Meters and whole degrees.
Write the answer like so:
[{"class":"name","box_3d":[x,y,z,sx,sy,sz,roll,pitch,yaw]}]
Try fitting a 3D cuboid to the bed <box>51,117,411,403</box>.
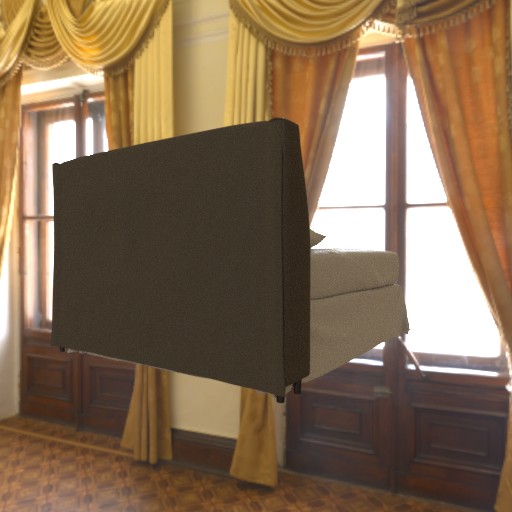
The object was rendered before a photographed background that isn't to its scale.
[{"class":"bed","box_3d":[0.000,0.000,3.459,1.925,1.332,2.276,1,1,35]}]
